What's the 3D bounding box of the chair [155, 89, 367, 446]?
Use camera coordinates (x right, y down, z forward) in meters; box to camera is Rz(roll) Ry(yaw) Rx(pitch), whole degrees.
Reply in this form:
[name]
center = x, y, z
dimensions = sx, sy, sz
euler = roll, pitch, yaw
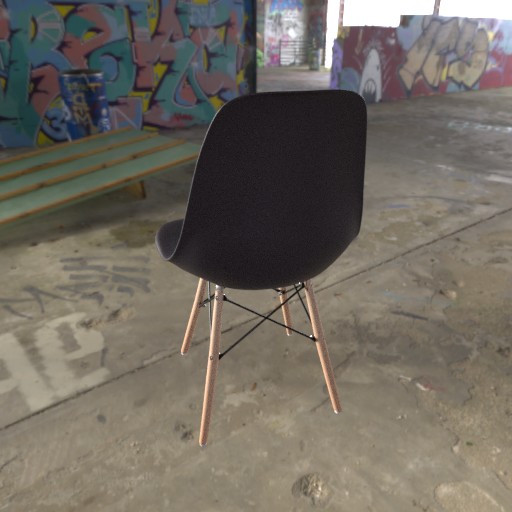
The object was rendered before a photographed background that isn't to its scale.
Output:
[chair]
center = 0.000, 0.000, 1.097
dimensions = 0.470, 0.825, 0.533
euler = -8, 28, -15
